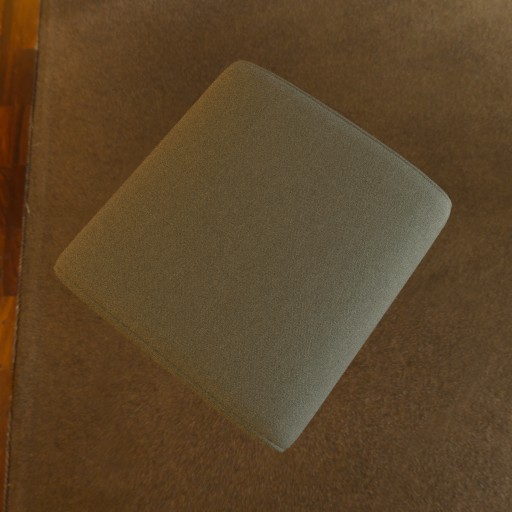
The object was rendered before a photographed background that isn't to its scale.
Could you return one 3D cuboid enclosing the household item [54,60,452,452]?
[{"bbox_3d":[0.000,0.000,0.890,0.530,0.410,0.530,36,79,8],"label":"household item"}]
